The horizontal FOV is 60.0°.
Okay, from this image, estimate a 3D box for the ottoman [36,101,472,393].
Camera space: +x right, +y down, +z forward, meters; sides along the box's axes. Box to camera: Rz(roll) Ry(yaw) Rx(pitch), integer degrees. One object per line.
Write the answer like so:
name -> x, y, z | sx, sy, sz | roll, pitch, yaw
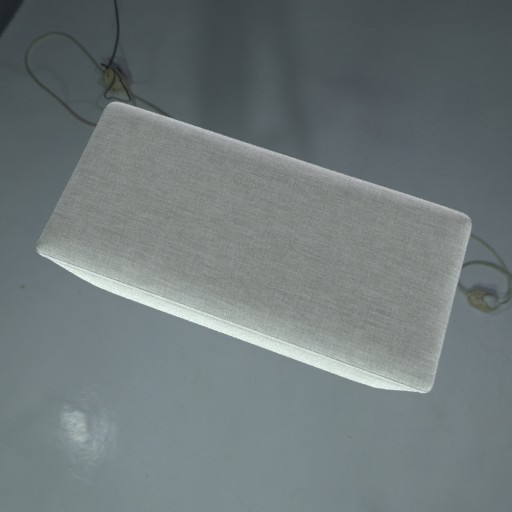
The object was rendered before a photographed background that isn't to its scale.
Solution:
ottoman -> 0.000, 0.000, 1.145 | 0.902, 0.432, 0.419 | 19, 76, 5
